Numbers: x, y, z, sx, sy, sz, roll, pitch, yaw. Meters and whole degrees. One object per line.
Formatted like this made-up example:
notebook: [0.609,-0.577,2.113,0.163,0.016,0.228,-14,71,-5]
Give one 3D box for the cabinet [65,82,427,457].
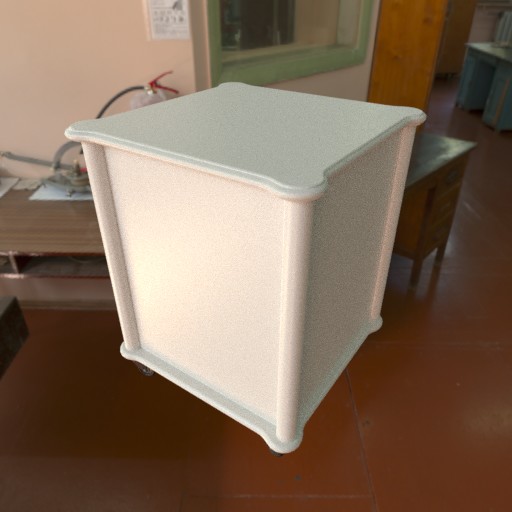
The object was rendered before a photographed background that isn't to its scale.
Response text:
cabinet: [0.000,0.000,1.229,0.627,0.761,0.628,20,37,29]
